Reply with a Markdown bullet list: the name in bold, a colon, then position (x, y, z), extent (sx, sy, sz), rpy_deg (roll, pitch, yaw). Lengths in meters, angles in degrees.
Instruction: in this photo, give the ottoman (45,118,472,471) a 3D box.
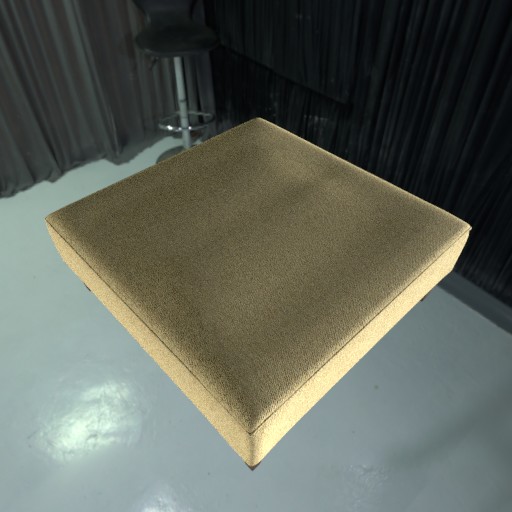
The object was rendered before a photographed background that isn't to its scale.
- **ottoman**: position (0.000, 0.000, 1.509), extent (0.970, 0.378, 0.981), rpy_deg (-34, 54, -29)
